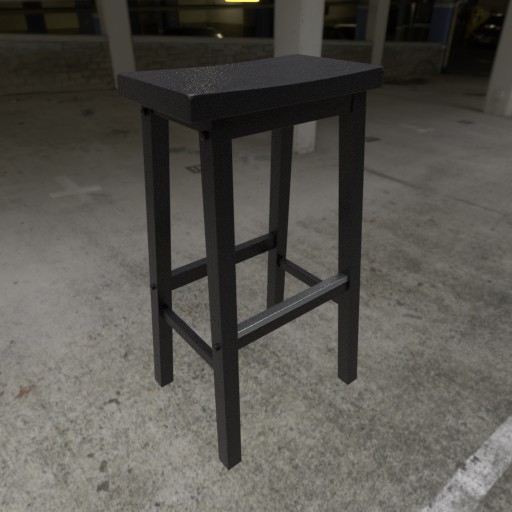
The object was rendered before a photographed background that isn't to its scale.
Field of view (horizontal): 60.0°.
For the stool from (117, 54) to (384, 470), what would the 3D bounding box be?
[{"bbox_3d":[0.000,0.000,0.946,0.406,0.742,0.322,-22,38,-32],"label":"stool"}]
